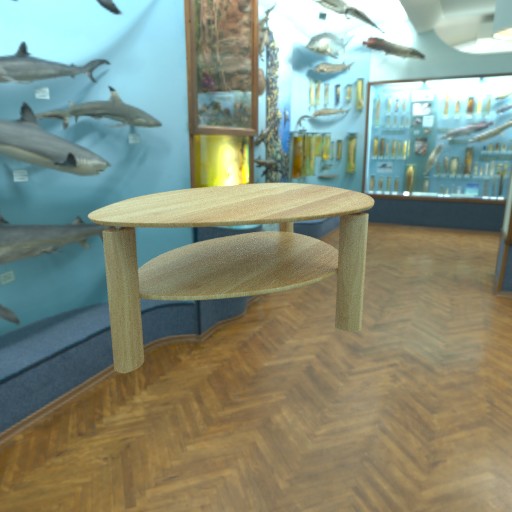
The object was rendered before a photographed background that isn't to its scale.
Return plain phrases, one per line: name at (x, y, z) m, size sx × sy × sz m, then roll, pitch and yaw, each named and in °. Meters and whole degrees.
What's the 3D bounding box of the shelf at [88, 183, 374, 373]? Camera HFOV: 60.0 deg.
shelf at (0.000, 0.000, 1.670) m, size 0.845 × 0.440 × 1.246 m, roll 7°, pitch 16°, yaw 27°
